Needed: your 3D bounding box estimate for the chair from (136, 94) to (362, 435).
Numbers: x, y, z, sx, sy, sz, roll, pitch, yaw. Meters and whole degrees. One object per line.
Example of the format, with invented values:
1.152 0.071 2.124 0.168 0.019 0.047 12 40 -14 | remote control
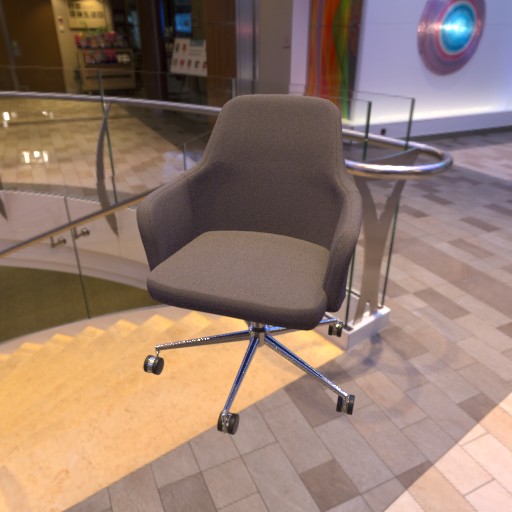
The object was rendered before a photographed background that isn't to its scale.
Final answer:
0.000 0.000 1.274 0.655 0.820 0.600 9 28 17 | chair
